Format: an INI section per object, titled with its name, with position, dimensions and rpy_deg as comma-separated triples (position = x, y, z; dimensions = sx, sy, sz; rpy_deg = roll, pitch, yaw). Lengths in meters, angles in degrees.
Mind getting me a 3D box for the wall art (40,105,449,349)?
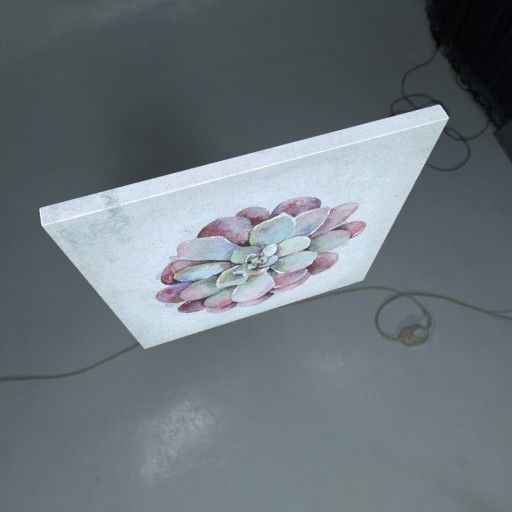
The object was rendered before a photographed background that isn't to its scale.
[wall art]
position = 0.000, 0.000, 1.136
dimensions = 0.762, 0.762, 0.041
rpy_deg = -16, 64, -8
